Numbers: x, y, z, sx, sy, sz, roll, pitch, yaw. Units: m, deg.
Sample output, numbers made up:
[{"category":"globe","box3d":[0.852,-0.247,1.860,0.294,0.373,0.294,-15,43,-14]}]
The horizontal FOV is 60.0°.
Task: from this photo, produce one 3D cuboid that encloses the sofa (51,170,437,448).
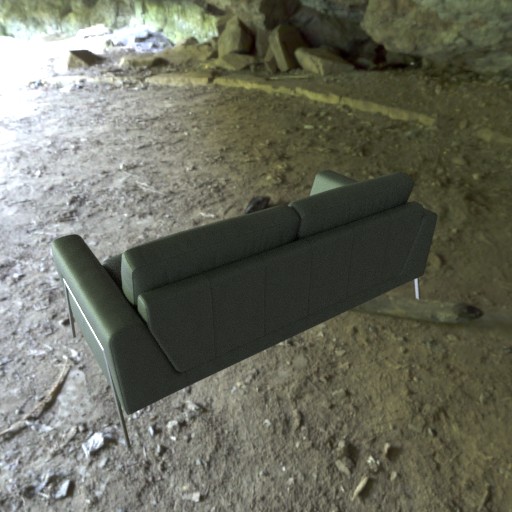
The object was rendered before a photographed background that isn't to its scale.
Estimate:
[{"category":"sofa","box3d":[0.000,0.000,2.574,2.017,0.875,0.953,-19,35,-29]}]
